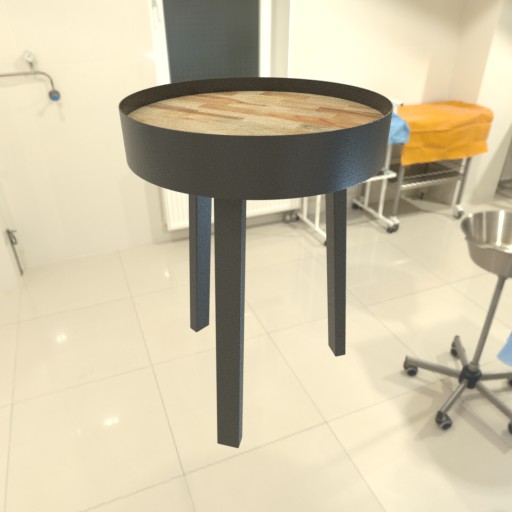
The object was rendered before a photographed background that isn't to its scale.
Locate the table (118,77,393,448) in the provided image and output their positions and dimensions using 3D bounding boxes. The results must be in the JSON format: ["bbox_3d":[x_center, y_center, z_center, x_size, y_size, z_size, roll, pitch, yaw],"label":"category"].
[{"bbox_3d":[0.000,0.000,0.820,0.406,0.559,0.406,0,31,0],"label":"table"}]
